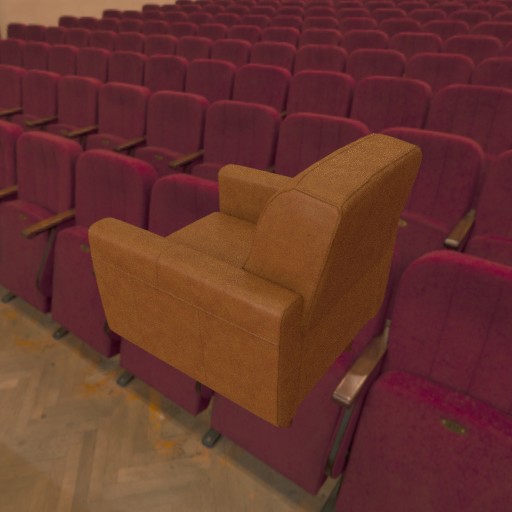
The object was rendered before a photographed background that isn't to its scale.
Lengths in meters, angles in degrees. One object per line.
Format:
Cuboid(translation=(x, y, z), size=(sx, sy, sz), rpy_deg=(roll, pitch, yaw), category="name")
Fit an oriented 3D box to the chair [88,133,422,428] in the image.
Cuboid(translation=(0.000, 0.000, 1.706), size=(0.942, 0.968, 0.845), rpy_deg=(21, 37, 31), category="chair")
